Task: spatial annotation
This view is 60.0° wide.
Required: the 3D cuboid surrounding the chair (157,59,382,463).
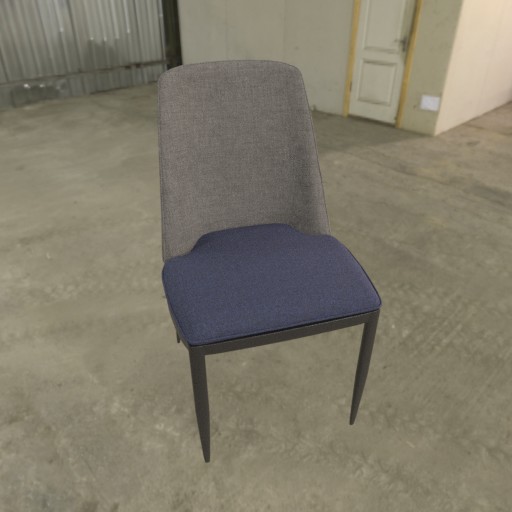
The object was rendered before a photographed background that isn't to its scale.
[{"bbox_3d":[0.000,0.000,1.143,0.488,0.855,0.550,-9,34,-13],"label":"chair"}]
